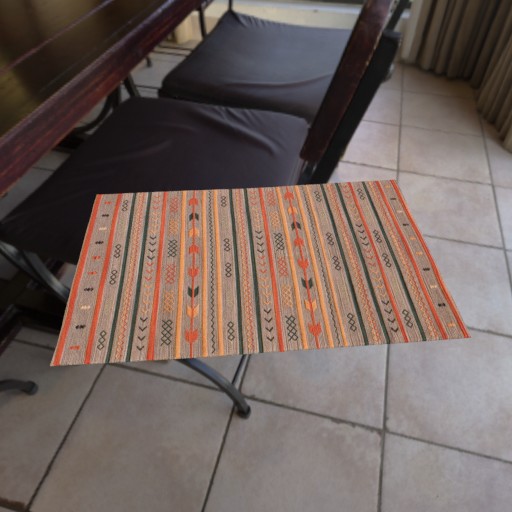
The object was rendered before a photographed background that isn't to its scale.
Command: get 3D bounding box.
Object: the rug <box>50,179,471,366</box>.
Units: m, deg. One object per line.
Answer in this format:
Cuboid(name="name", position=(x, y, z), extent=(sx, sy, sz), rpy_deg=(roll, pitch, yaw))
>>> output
Cuboid(name="rug", position=(0.000, 0.000, 3.075), extent=(2.439, 0.029, 1.537), rpy_deg=(-3, 47, -3))
